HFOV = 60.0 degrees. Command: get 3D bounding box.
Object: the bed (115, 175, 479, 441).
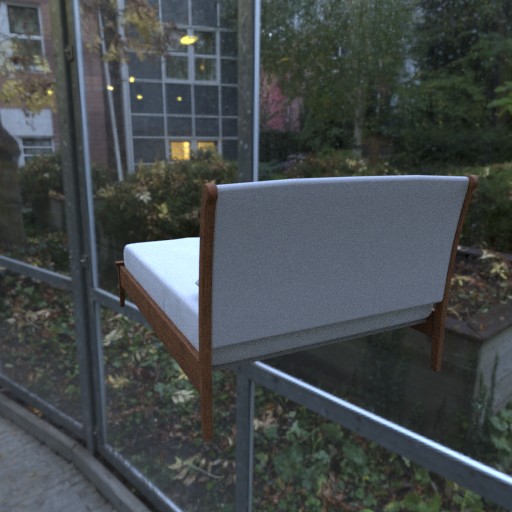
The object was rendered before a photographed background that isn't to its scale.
[{"bbox_3d":[0.000,0.000,2.953,1.502,1.135,2.108,-6,15,-26],"label":"bed"}]
